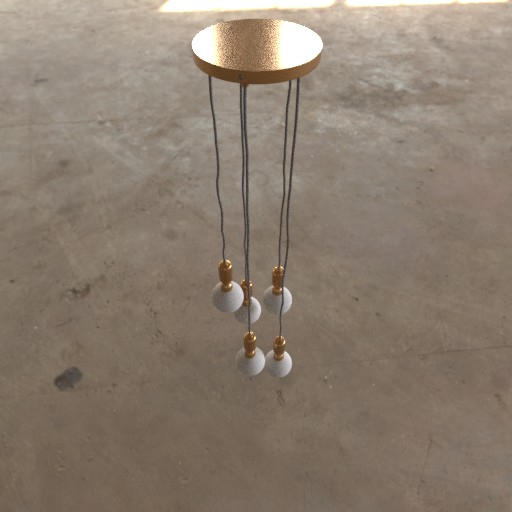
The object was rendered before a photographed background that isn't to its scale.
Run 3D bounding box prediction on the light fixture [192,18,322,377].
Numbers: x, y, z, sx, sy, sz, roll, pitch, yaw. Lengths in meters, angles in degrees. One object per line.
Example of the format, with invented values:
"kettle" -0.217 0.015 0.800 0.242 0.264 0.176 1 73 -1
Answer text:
"light fixture" 0.000 0.000 0.493 0.108 0.457 0.105 10 48 9
